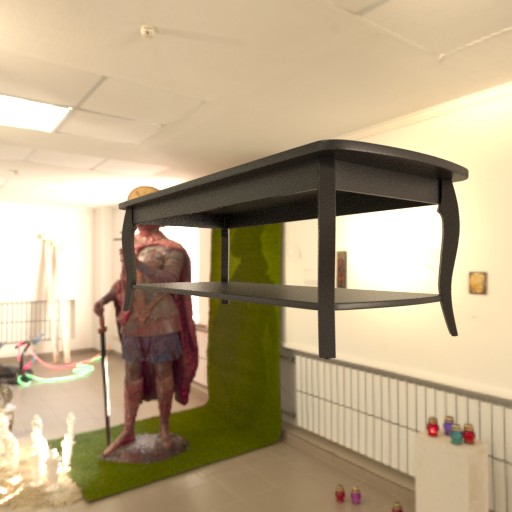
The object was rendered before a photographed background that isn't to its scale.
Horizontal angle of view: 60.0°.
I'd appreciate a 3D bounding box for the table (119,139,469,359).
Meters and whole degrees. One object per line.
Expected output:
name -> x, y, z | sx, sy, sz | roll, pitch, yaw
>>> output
table -> 0.000, 0.000, 1.561 | 0.571, 0.457, 1.333 | 1, -1, -37
